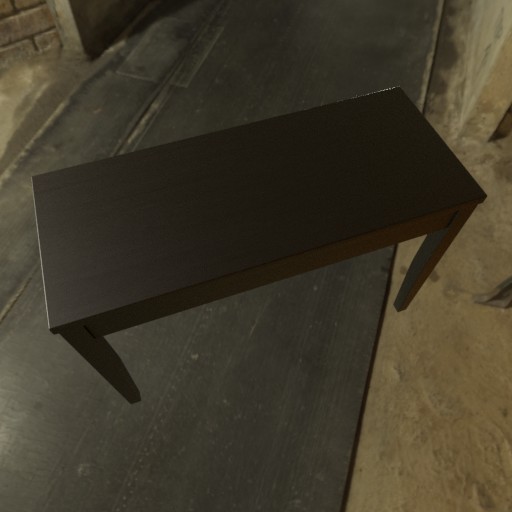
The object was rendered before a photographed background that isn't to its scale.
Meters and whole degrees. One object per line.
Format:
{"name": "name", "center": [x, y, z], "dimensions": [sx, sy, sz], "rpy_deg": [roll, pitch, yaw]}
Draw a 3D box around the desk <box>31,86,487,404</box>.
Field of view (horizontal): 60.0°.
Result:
{"name": "desk", "center": [0.000, 0.000, 1.607], "dimensions": [1.220, 0.775, 0.508], "rpy_deg": [-17, 60, -10]}
